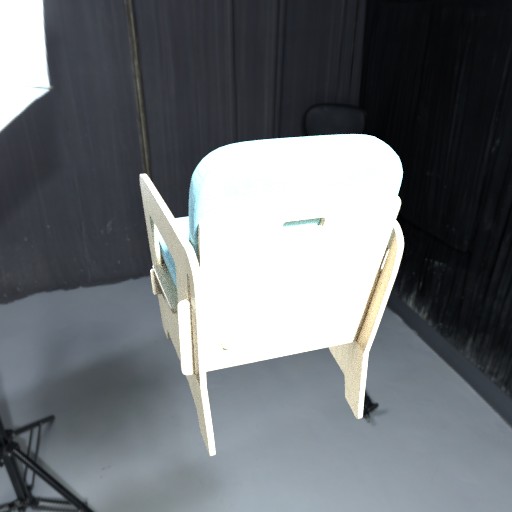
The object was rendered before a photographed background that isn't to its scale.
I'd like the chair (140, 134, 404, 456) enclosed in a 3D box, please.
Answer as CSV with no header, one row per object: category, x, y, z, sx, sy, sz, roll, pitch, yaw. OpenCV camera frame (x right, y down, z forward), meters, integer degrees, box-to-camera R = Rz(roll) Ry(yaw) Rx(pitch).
chair,0.000,0.000,1.277,0.590,0.800,0.710,-8,28,-15
